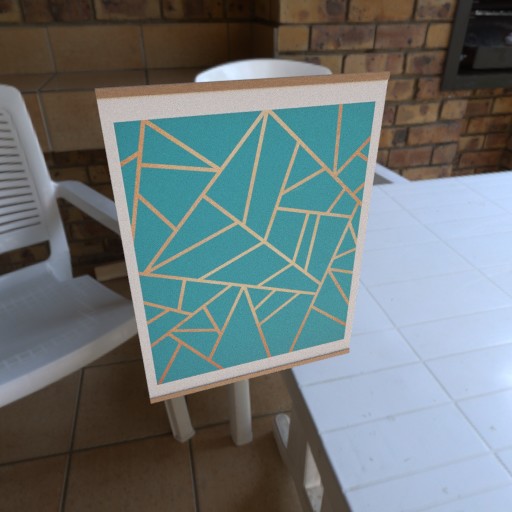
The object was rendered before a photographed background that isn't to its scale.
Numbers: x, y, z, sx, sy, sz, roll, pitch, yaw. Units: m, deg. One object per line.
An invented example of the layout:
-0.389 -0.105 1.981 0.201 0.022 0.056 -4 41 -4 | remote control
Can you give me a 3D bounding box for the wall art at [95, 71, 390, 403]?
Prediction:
0.000 0.000 1.354 0.758 1.016 0.013 -10 32 -16 | wall art
